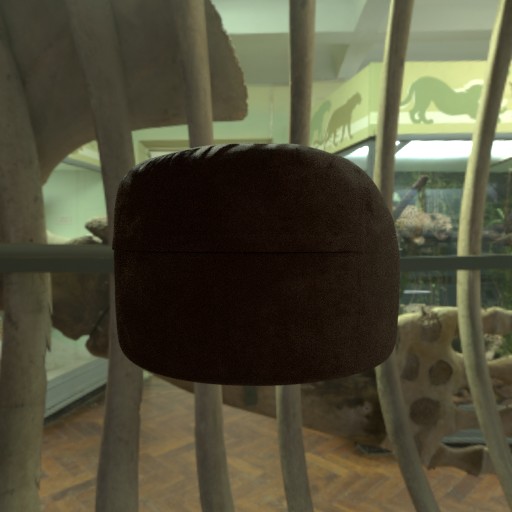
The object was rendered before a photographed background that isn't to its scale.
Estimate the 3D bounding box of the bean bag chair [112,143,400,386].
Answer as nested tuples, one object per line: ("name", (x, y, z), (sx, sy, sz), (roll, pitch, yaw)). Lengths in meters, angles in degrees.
("bean bag chair", (0.000, 0.000, 1.479), (0.918, 0.616, 0.918), (0, 2, 0))
